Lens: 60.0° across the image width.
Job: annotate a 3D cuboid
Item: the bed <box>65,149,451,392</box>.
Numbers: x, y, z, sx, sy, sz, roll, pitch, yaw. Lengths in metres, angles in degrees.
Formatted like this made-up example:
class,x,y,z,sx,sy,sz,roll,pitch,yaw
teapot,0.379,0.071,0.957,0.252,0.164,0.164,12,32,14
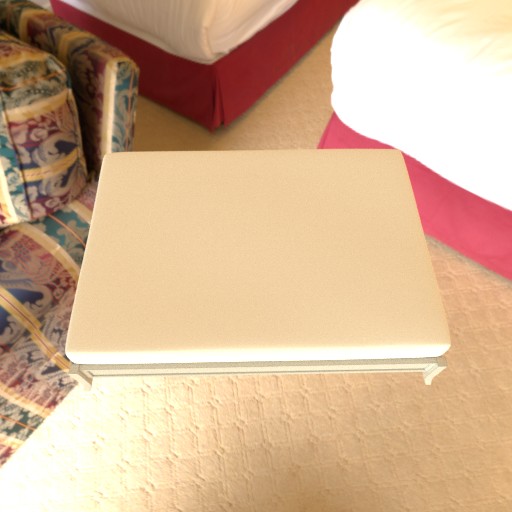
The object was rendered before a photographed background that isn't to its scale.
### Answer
class,x,y,z,sx,sy,sz,roll,pitch,yaw
bed,0.000,0.000,2.690,1.985,0.510,1.460,-1,59,-1
